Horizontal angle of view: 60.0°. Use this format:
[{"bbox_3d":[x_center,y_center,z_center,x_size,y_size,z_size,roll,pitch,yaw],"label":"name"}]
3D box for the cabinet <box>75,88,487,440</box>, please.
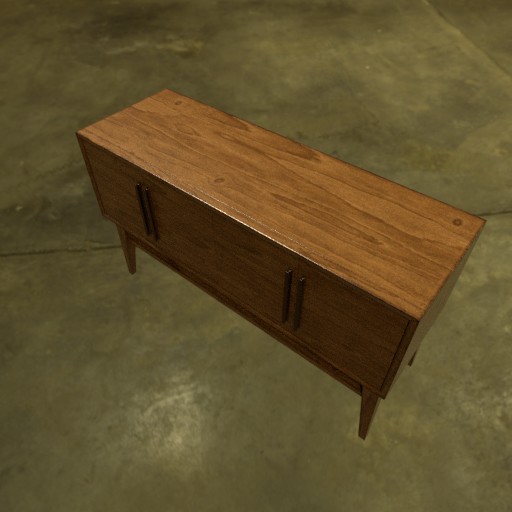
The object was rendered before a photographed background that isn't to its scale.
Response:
[{"bbox_3d":[0.000,0.000,1.760,1.363,0.802,0.477,30,53,26],"label":"cabinet"}]
